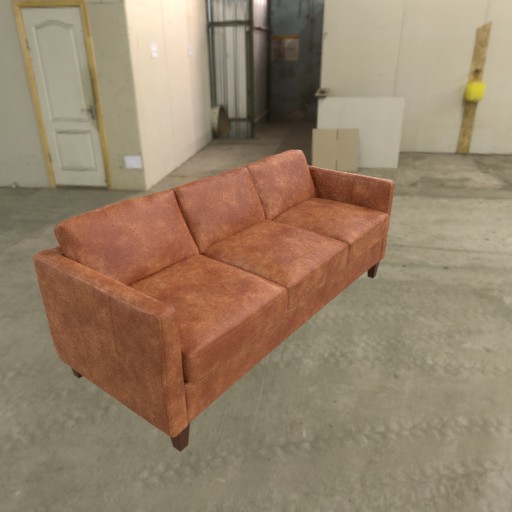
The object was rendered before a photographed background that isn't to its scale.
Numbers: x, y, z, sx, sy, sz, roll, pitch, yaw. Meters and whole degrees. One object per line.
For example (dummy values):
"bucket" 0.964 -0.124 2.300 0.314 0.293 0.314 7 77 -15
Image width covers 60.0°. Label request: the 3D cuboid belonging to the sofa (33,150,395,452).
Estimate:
"sofa" 0.000 0.000 2.994 1.045 1.006 2.464 18 31 33
